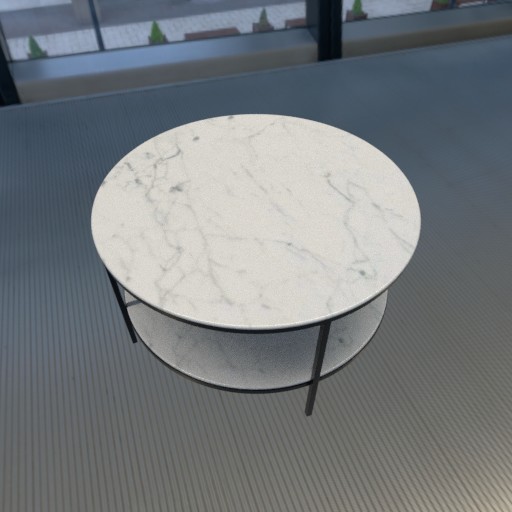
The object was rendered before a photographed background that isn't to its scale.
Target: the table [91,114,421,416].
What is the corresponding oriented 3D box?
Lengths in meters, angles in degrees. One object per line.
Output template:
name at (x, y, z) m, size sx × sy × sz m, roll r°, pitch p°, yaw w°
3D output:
table at (0.000, 0.000, 1.271) m, size 0.800 × 0.450 × 0.800 m, roll 0°, pitch 46°, yaw 0°
